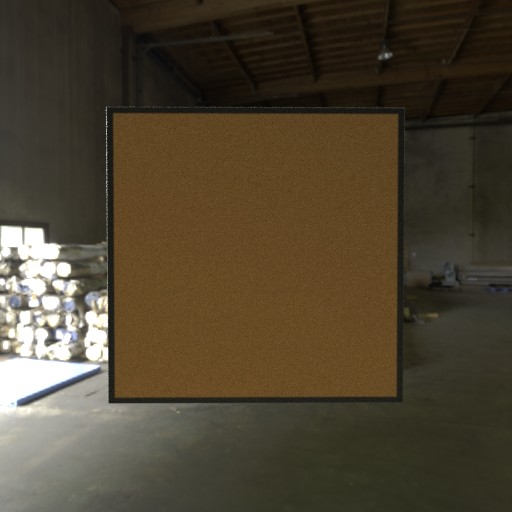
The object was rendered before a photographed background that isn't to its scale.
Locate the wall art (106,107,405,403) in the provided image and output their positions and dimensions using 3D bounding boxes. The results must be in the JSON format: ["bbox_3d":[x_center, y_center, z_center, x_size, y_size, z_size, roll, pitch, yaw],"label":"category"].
[{"bbox_3d":[0.000,0.000,1.214,0.805,0.803,0.022,0,1,-1],"label":"wall art"}]
